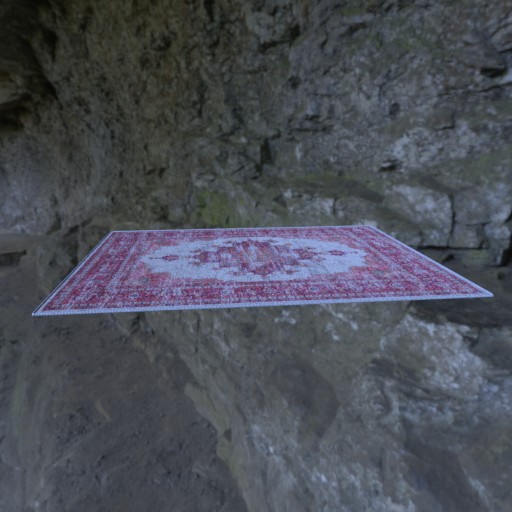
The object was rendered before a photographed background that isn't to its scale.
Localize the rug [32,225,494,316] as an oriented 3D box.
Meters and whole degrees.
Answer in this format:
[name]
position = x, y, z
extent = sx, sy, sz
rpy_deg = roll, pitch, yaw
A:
[rug]
position = 0.000, 0.000, 4.125
extent = 3.123, 0.017, 2.447
rpy_deg = -2, 16, -6
